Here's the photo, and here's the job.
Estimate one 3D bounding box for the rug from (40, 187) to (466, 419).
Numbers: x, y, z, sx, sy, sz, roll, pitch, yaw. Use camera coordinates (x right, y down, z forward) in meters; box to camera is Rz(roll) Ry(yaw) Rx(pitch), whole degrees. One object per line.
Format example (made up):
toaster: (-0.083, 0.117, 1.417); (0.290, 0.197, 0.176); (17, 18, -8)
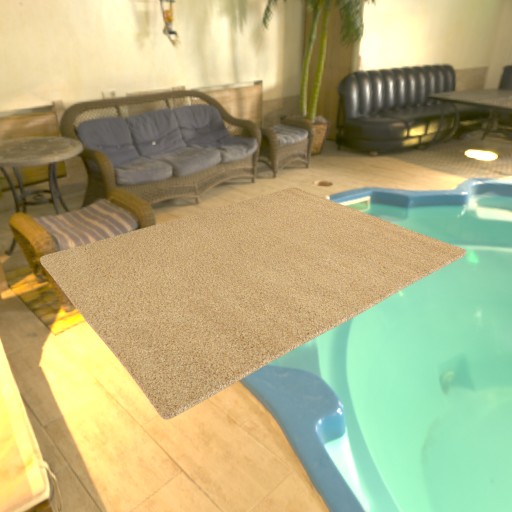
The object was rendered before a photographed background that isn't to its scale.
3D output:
rug: (0.000, 0.000, 2.063); (1.600, 0.025, 1.199); (-20, 34, -34)
